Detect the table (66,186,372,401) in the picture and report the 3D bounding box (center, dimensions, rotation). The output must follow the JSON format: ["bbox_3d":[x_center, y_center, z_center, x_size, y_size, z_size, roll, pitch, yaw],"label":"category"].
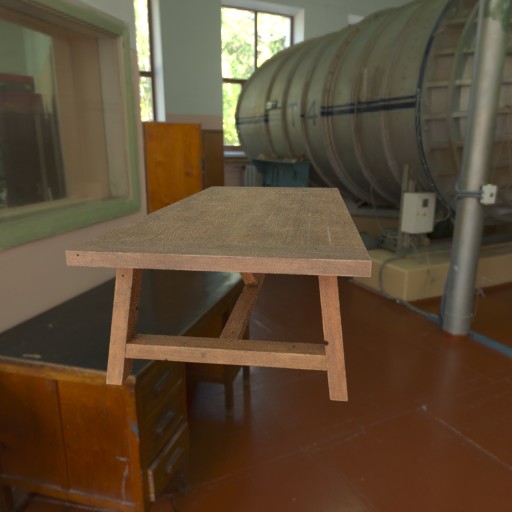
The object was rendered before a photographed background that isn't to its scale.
[{"bbox_3d":[0.000,0.000,2.085,0.820,0.465,1.800,2,15,7],"label":"table"}]
